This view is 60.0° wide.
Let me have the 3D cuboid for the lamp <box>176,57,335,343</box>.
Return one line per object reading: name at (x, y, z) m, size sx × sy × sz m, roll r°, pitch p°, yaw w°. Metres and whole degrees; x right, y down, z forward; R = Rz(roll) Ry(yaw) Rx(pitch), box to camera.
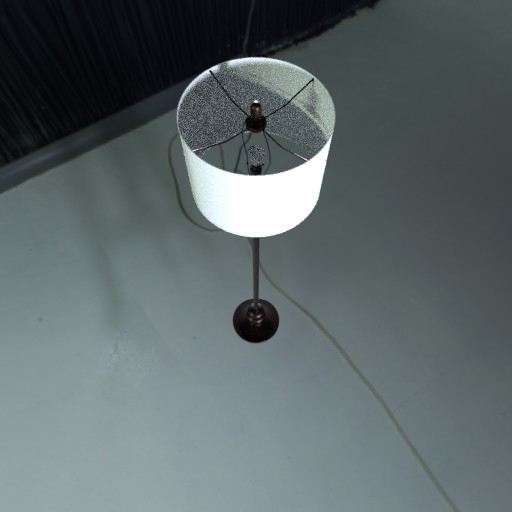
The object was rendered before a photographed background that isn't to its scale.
lamp at (0.000, 0.000, 1.636) m, size 0.356 × 1.487 × 0.356 m, roll -36°, pitch 68°, yaw -17°
